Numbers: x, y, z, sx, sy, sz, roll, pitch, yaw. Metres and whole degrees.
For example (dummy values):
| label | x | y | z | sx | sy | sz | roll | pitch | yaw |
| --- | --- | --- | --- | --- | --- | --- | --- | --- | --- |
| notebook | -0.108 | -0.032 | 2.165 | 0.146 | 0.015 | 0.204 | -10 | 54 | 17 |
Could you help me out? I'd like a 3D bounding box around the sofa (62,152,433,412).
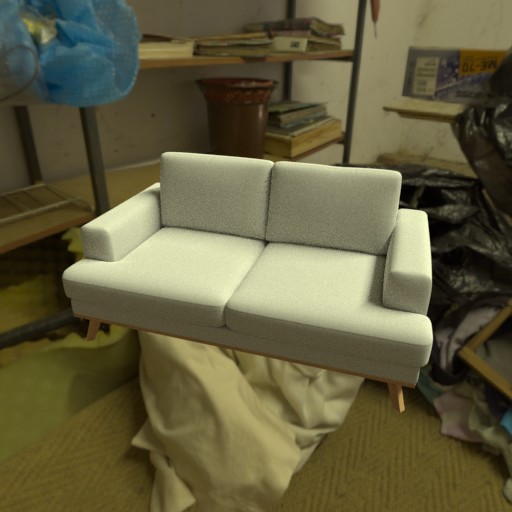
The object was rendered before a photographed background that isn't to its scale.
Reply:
| label | x | y | z | sx | sy | sz | roll | pitch | yaw |
| --- | --- | --- | --- | --- | --- | --- | --- | --- | --- |
| sofa | 0.000 | 0.000 | 2.208 | 1.651 | 0.810 | 0.915 | 8 | 28 | 16 |
